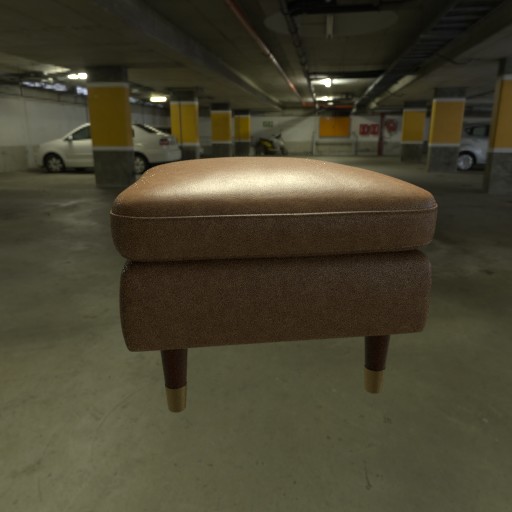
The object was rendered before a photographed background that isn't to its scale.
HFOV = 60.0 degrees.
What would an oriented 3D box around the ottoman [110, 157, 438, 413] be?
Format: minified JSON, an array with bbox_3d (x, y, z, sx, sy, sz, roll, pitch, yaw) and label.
[{"bbox_3d":[0.000,0.000,1.111,0.593,0.478,0.747,-2,15,-9],"label":"ottoman"}]
